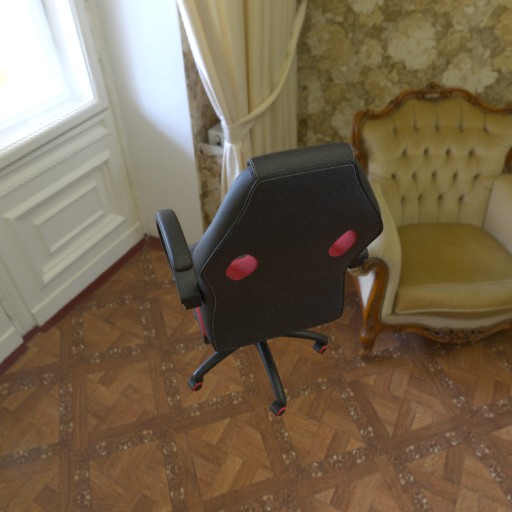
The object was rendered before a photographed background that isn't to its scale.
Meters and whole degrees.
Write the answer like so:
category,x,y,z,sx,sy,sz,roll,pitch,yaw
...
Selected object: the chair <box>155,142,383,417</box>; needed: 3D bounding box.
category,x,y,z,sx,sy,sz,roll,pitch,yaw
chair,0.000,0.000,1.654,0.673,1.187,0.724,-13,43,-14
